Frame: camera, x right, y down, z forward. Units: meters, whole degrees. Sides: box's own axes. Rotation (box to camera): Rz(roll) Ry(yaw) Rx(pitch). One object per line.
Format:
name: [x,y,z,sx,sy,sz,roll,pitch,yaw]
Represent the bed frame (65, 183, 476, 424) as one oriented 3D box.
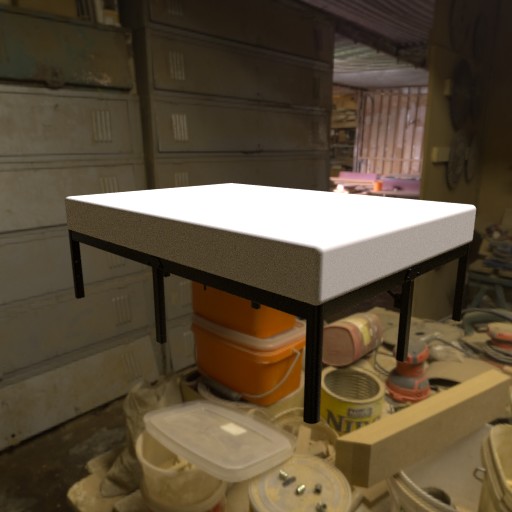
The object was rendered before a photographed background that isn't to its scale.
bed frame: [0.000,0.000,2.634,1.956,0.659,1.408,14,20,43]
